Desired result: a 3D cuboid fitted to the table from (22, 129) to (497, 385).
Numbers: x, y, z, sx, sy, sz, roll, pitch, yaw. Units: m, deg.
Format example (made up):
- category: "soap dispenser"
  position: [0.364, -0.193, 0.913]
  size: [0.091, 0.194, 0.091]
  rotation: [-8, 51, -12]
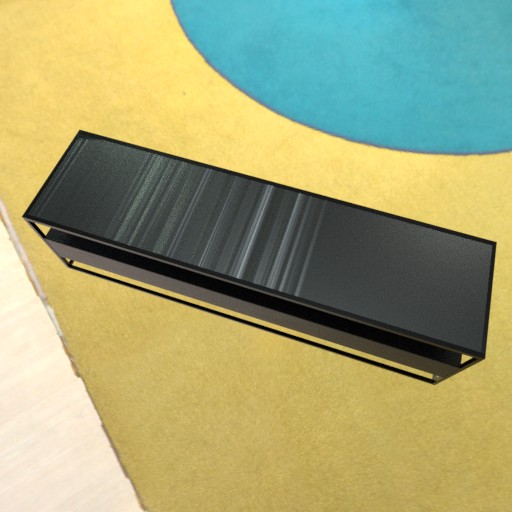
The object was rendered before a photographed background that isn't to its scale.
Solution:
- category: "table"
  position: [0.000, 0.000, 1.609]
  size: [1.486, 0.395, 0.399]
  rotation: [16, 65, 8]
